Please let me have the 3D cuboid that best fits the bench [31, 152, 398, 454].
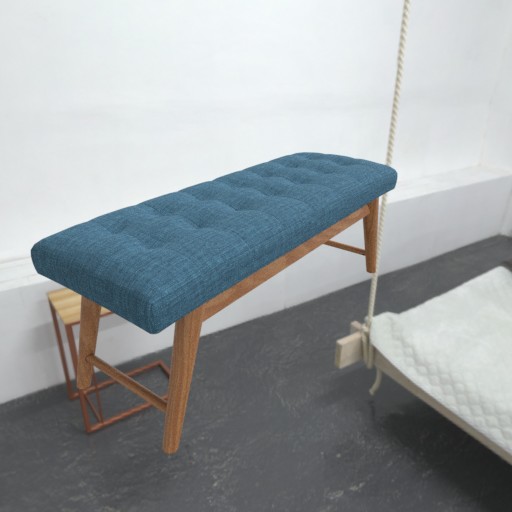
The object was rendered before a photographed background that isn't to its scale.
[{"bbox_3d":[0.000,0.000,1.331,0.406,0.432,1.118,18,31,33],"label":"bench"}]
